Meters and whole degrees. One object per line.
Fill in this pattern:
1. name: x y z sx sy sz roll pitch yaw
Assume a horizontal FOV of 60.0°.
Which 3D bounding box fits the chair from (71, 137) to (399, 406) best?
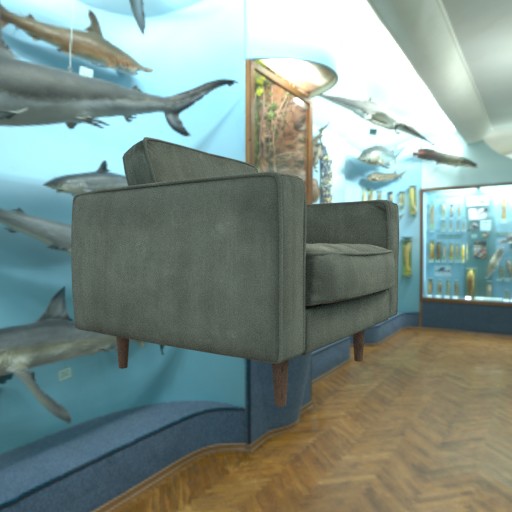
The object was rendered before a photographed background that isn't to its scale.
1. chair: 0.000 0.000 1.550 0.843 0.773 0.928 1 1 34
